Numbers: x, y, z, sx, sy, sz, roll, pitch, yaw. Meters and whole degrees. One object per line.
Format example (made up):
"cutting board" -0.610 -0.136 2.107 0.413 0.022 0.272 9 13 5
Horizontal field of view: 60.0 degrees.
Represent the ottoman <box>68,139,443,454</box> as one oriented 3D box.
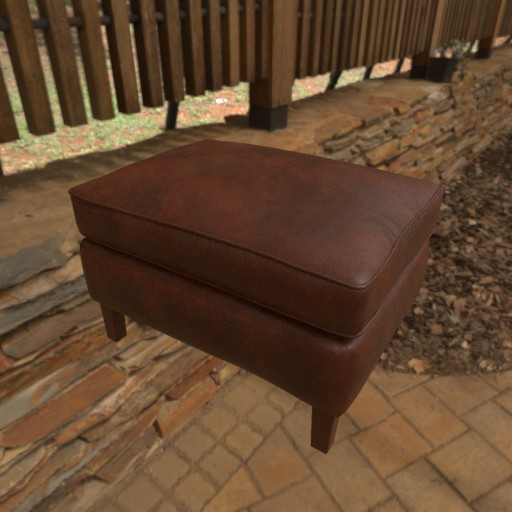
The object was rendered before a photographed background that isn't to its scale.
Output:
"ottoman" 0.000 0.000 0.997 0.665 0.432 0.501 18 35 28
